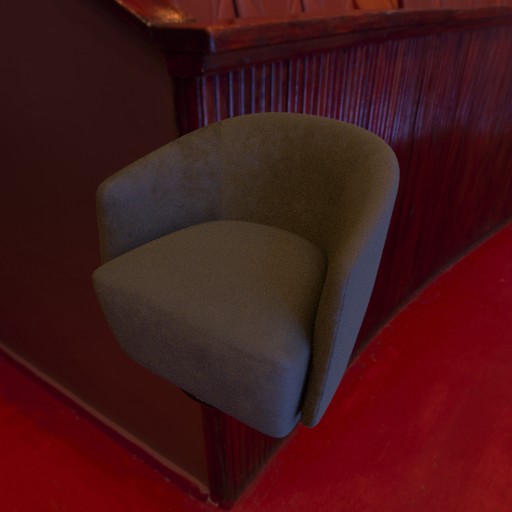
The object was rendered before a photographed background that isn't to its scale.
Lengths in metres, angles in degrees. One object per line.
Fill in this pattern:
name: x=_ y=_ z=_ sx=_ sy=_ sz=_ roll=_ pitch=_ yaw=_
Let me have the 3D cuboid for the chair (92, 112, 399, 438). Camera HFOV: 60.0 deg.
chair: x=0.000 y=0.000 z=1.352 sx=0.773 sy=0.698 sz=0.767 roll=19 pitch=36 yaw=28
